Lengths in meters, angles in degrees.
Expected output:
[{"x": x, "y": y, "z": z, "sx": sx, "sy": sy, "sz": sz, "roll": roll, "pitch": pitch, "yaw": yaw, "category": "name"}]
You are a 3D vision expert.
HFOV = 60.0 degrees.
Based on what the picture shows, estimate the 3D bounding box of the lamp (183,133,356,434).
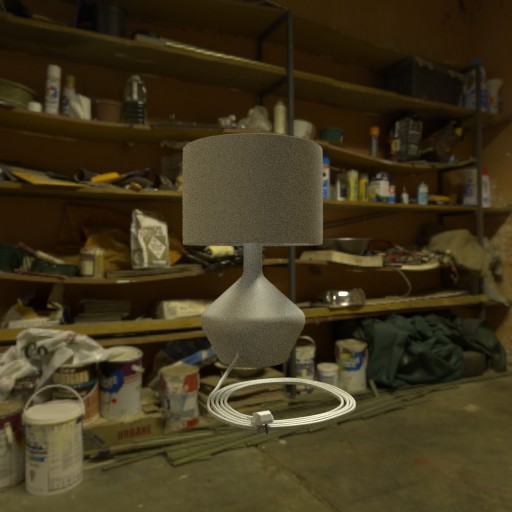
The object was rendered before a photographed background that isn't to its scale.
[{"x": 0.000, "y": 0.000, "z": 0.848, "sx": 0.401, "sy": 0.457, "sz": 0.546, "roll": 0, "pitch": 0, "yaw": 19, "category": "lamp"}]
